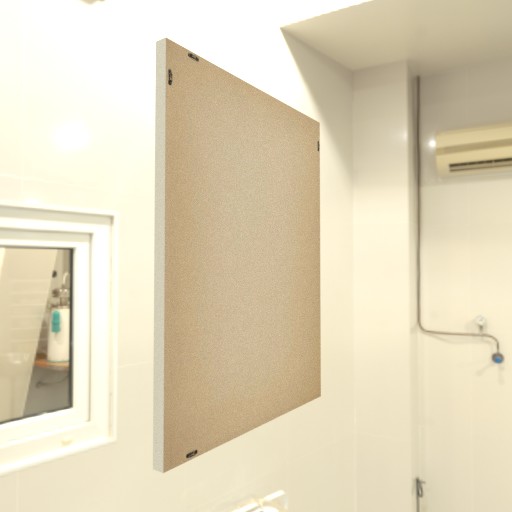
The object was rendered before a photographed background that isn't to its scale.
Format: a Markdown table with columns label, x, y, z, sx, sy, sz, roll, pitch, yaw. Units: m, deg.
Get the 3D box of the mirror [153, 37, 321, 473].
| label | x | y | z | sx | sy | sz | roll | pitch | yaw |
| --- | --- | --- | --- | --- | --- | --- | --- | --- | --- |
| mirror | 0.000 | 0.000 | 1.347 | 0.041 | 1.016 | 0.762 | -1 | -2 | 36 |
